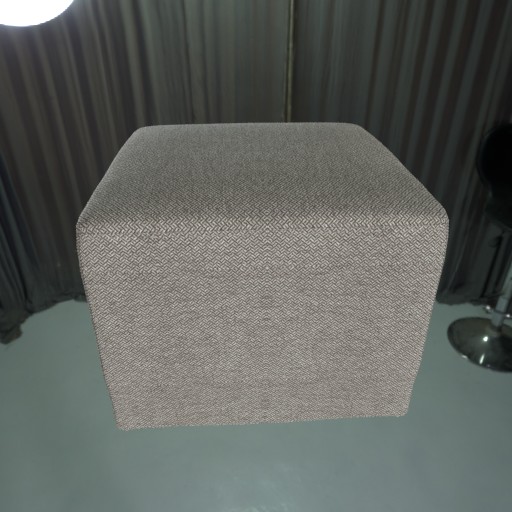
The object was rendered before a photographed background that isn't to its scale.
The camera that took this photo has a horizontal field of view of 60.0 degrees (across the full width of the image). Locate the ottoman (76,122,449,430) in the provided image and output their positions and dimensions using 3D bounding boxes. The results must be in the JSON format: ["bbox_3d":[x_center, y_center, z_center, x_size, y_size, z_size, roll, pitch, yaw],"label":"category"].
[{"bbox_3d":[0.000,0.000,0.889,0.519,0.453,0.512,-2,31,-3],"label":"ottoman"}]
